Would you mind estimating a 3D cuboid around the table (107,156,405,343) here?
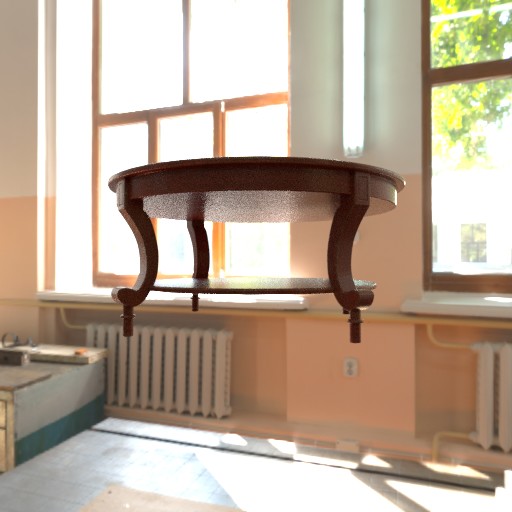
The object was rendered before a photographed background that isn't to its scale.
[{"bbox_3d":[0.000,0.000,1.605,1.029,0.486,1.029,0,-1,0],"label":"table"}]
